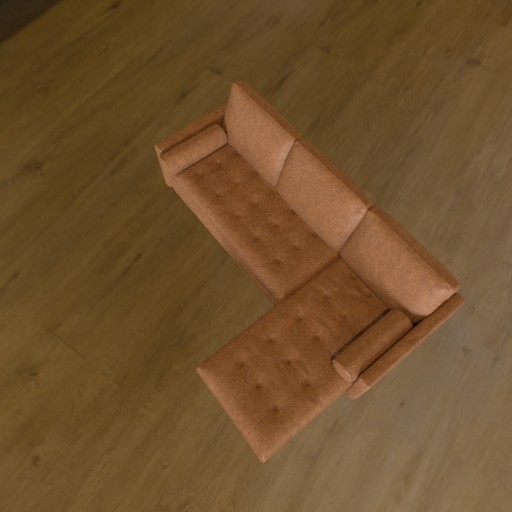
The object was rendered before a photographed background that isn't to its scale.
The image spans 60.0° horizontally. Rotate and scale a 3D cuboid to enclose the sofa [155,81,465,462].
[{"bbox_3d":[0.000,0.000,2.969,1.506,0.876,2.178,-36,69,-16],"label":"sofa"}]
